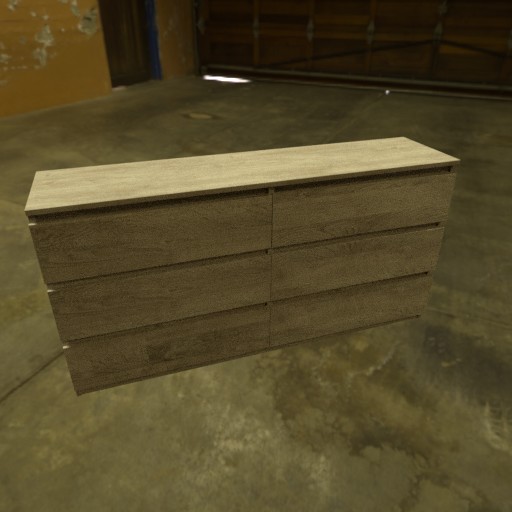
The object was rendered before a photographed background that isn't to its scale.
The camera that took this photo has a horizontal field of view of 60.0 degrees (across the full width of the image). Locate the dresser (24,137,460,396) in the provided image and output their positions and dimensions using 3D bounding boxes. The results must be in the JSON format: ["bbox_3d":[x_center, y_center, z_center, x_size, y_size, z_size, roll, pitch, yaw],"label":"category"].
[{"bbox_3d":[0.000,0.000,1.893,1.590,0.795,0.390,-9,31,-16],"label":"dresser"}]
